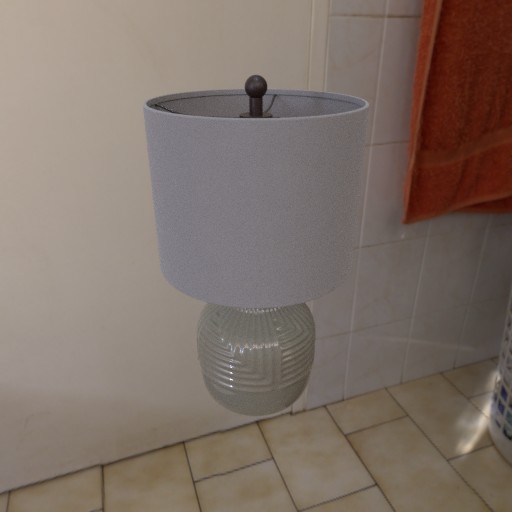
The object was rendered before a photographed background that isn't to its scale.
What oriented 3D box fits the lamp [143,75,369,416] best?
[{"bbox_3d":[0.000,0.000,0.748,0.318,0.567,0.318,0,26,0],"label":"lamp"}]
